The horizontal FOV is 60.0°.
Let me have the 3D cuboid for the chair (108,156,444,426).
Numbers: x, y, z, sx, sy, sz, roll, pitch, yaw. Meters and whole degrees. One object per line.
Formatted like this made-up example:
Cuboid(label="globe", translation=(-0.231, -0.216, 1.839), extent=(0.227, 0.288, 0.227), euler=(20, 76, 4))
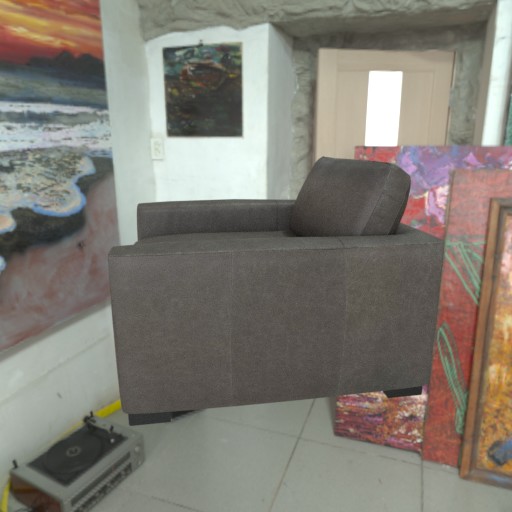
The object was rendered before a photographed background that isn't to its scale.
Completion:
Cuboid(label="chair", translation=(0.000, 0.000, 1.877), extent=(1.080, 0.807, 1.106), euler=(-2, 15, -9))
